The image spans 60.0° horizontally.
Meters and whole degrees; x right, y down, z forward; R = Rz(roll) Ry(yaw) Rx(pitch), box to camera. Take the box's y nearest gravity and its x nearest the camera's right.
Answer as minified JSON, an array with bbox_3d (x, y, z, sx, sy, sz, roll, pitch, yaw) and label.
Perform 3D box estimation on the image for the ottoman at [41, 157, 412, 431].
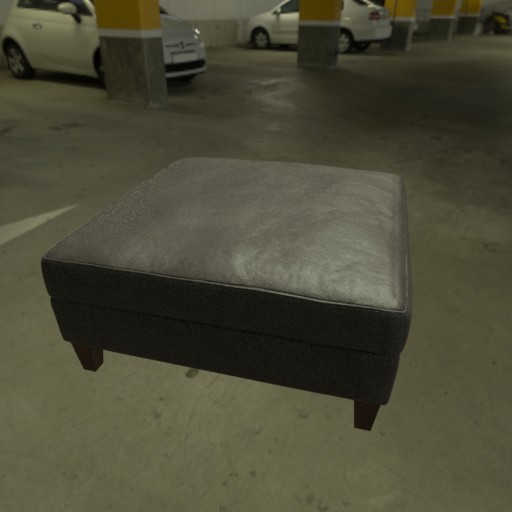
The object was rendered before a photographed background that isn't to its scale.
[{"bbox_3d":[0.000,0.000,1.325,0.844,0.415,0.836,8,30,13],"label":"ottoman"}]
